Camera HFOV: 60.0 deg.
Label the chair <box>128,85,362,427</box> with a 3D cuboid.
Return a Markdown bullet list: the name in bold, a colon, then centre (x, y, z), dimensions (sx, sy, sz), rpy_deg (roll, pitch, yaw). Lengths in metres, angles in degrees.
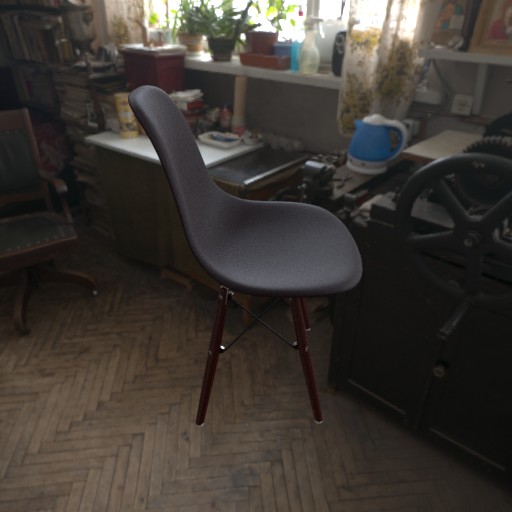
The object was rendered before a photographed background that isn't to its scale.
- **chair**: centre (0.000, 0.000, 1.163), dimensions (0.533, 0.826, 0.470), rpy_deg (0, 32, 0)
